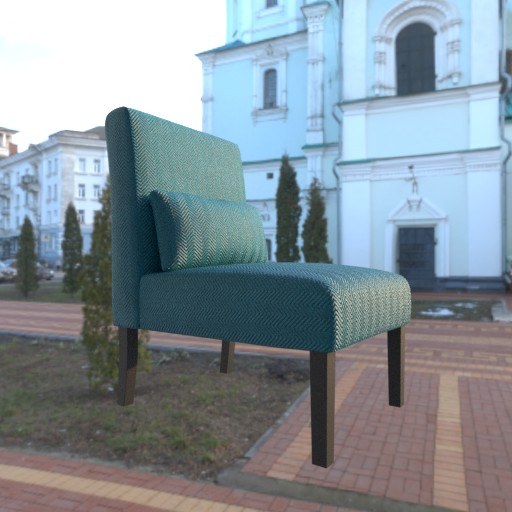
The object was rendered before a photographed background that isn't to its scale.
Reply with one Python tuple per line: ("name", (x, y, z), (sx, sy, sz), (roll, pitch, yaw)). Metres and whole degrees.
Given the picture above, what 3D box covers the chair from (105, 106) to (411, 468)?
("chair", (0.000, 0.000, 1.397), (0.808, 0.927, 0.579), (0, -1, 36))
